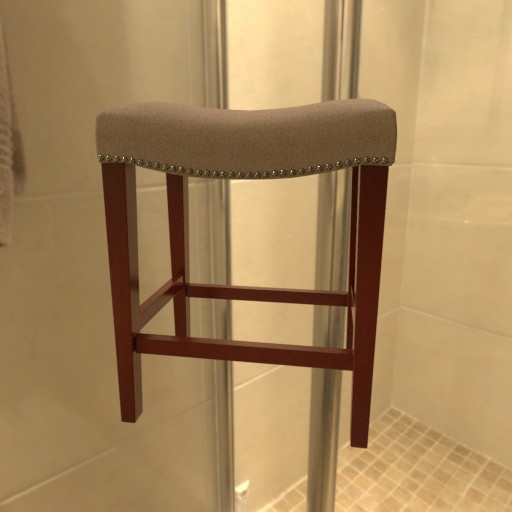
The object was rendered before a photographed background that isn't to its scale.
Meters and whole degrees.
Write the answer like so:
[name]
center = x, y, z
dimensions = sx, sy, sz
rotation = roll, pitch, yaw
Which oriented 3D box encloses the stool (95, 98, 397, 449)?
[stool]
center = 0.000, 0.000, 0.960
dimensions = 0.509, 0.632, 0.375
rotation = 3, 15, 9
